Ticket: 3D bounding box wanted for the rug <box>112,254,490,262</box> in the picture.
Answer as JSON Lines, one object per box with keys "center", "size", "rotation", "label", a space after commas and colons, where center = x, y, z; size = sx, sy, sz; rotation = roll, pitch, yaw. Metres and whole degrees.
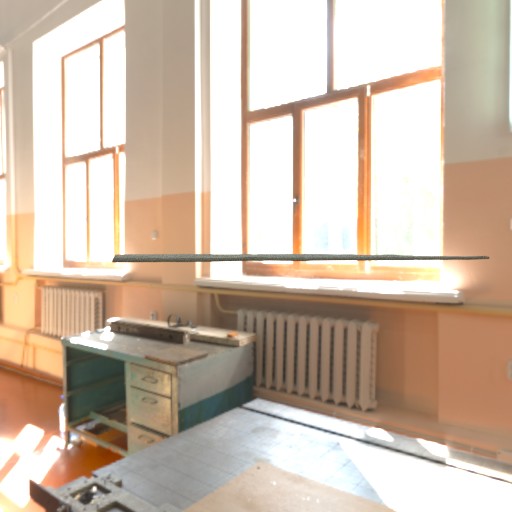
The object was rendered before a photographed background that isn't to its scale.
{"center": [0.000, 0.000, 0.897], "size": [0.548, 0.006, 0.639], "rotation": [0, 1, -17], "label": "rug"}
